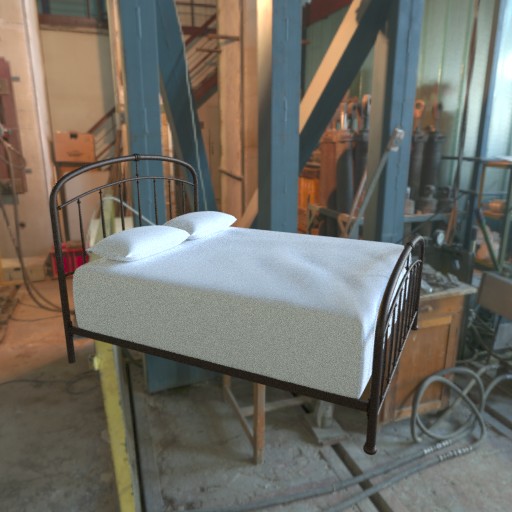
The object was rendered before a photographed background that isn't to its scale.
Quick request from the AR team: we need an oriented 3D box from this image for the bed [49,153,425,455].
[{"bbox_3d":[0.000,0.000,3.239,2.180,1.425,1.711,7,17,25],"label":"bed"}]
